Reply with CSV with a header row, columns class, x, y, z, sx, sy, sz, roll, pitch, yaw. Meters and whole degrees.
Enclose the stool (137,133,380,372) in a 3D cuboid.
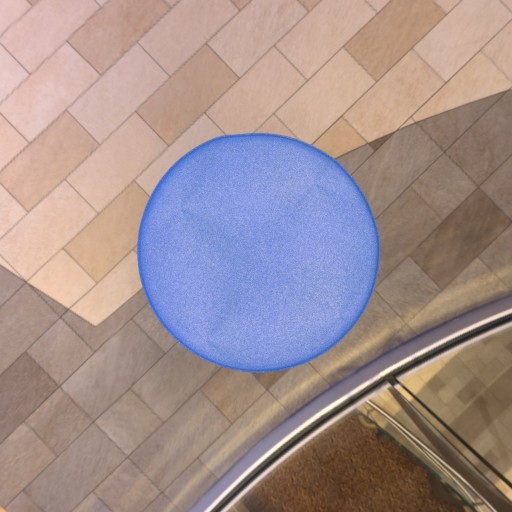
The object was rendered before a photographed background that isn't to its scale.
class,x,y,z,sx,sy,sz,roll,pitch,yaw
stool,0.000,0.000,0.671,0.381,0.365,0.382,0,90,0
